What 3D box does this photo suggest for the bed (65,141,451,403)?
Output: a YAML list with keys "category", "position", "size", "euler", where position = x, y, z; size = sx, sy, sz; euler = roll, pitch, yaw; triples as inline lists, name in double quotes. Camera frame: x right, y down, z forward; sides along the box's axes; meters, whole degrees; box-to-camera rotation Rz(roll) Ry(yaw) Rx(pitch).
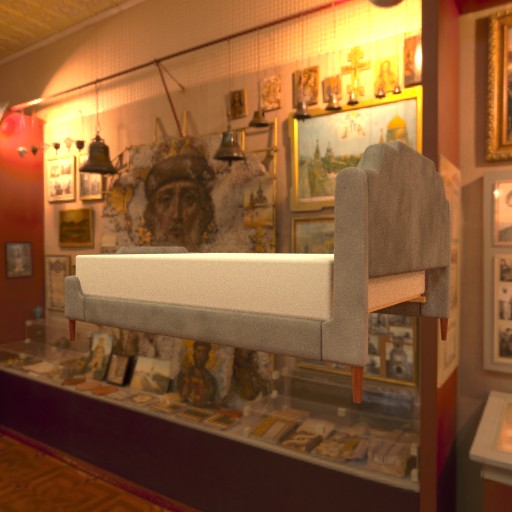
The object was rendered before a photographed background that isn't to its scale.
- category: "bed"
  position: [0.000, 0.000, 3.262]
  size: [2.340, 1.245, 1.676]
  euler: [1, 1, 36]
